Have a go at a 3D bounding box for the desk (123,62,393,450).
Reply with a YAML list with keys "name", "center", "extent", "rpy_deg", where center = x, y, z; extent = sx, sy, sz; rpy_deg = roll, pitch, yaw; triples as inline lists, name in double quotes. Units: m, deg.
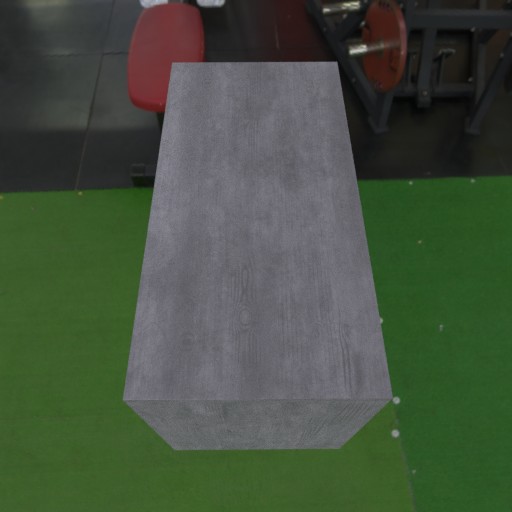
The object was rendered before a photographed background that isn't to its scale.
- name: "desk"
  center: [0.000, 0.000, 1.613]
  extent: [0.600, 0.740, 1.200]
  rpy_deg: [0, 58, 0]
